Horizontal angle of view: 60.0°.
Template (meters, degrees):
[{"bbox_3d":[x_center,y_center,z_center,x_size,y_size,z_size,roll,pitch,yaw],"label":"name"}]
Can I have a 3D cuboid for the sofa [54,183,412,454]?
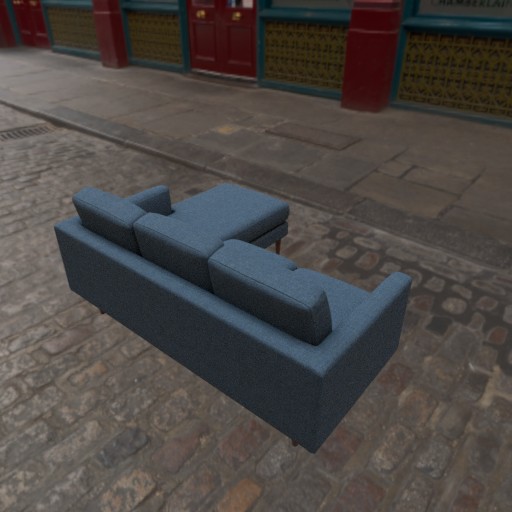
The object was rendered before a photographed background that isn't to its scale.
[{"bbox_3d":[0.000,0.000,2.971,2.055,0.957,1.667,23,38,33],"label":"sofa"}]
